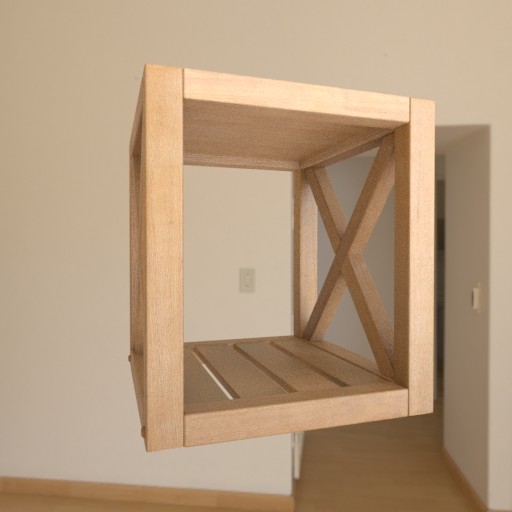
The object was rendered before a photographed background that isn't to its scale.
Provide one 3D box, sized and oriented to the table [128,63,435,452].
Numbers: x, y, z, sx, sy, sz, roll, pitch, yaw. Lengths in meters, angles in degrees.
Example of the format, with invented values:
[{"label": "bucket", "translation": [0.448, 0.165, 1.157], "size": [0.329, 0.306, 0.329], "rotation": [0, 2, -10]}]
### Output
[{"label": "table", "translation": [0.000, 0.000, 1.039], "size": [0.558, 0.610, 0.559], "rotation": [0, 1, -18]}]
